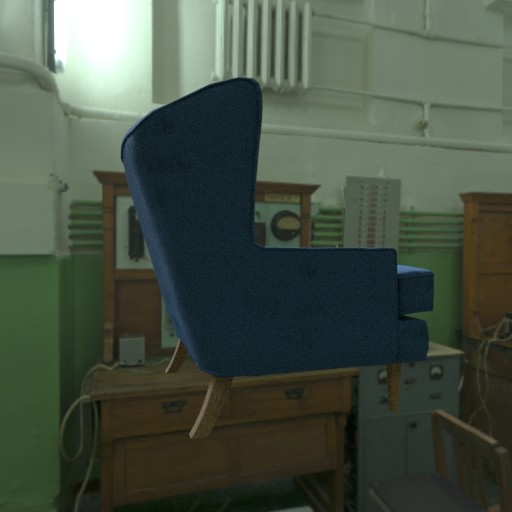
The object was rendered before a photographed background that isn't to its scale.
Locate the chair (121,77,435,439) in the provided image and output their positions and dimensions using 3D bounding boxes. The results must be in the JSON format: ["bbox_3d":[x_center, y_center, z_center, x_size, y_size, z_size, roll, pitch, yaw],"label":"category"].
[{"bbox_3d":[0.000,0.000,1.564,0.910,0.952,0.793,0,1,-17],"label":"chair"}]
